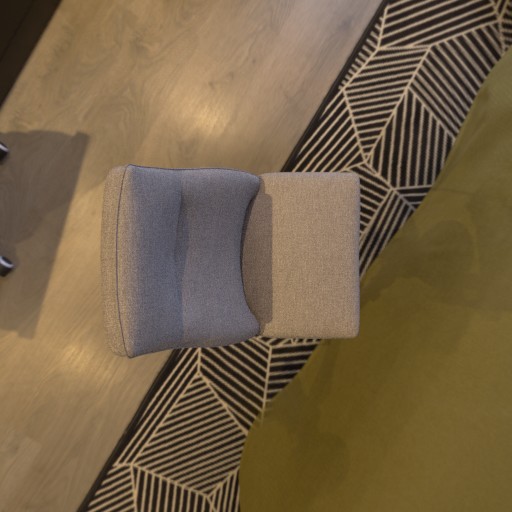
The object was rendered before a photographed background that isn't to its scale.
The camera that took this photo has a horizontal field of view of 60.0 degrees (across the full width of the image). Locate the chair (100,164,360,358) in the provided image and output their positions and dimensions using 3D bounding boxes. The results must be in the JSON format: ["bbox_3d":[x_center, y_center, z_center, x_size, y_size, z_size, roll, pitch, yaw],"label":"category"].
[{"bbox_3d":[0.000,0.000,1.302,0.620,0.930,0.500,0,91,-1],"label":"chair"}]
